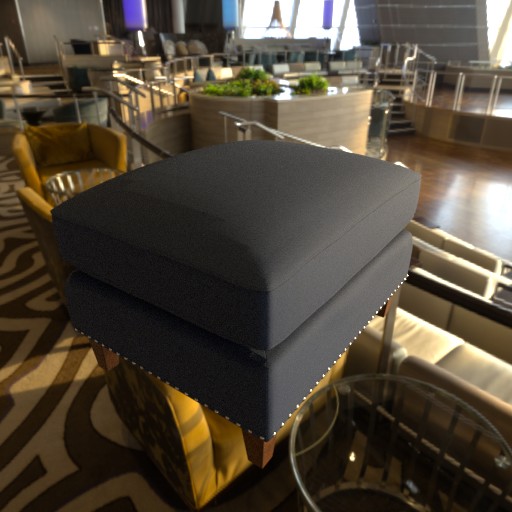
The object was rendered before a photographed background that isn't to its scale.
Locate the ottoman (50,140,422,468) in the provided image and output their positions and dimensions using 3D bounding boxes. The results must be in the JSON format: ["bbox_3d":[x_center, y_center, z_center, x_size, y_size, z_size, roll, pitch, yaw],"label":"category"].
[{"bbox_3d":[0.000,0.000,1.132,0.584,0.513,0.741,18,32,31],"label":"ottoman"}]
